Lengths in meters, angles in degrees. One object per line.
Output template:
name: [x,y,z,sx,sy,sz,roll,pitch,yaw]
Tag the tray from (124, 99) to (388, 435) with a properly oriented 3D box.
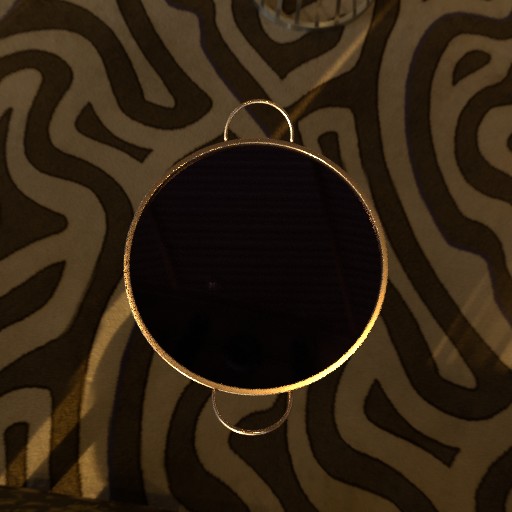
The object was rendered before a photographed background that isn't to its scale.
tray: [0.000,0.000,0.729,0.438,0.069,0.543,1,75,0]
